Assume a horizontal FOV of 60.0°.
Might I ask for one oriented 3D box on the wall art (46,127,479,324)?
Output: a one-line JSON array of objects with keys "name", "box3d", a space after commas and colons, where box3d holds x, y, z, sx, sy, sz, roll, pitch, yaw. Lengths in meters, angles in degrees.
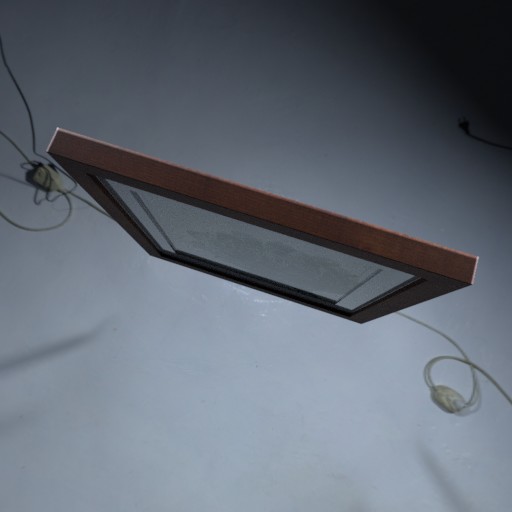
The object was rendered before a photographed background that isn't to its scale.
[{"name": "wall art", "box3d": [0.000, 0.000, 0.829, 0.554, 0.572, 0.037, 18, 77, 4]}]
